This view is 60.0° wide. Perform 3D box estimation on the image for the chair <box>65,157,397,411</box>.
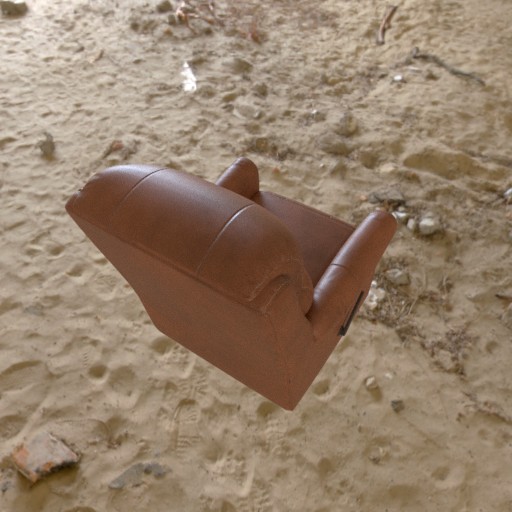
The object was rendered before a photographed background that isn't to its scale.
[{"bbox_3d":[0.000,0.000,1.794,0.838,1.054,1.014,26,51,23],"label":"chair"}]
